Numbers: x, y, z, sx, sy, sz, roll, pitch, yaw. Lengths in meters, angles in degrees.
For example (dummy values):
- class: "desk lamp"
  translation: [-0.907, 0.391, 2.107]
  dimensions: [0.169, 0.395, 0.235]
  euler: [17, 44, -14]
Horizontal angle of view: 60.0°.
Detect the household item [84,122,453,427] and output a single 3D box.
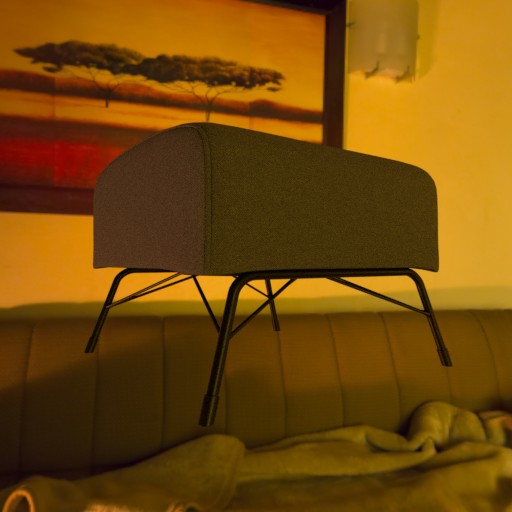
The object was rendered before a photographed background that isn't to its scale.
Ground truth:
- class: "household item"
  translation: [0.000, 0.000, 0.888]
  dimensions: [0.530, 0.410, 0.530]
  euler: [1, -1, -36]
